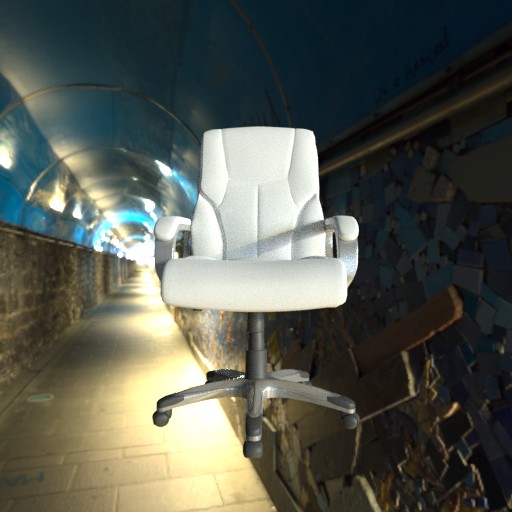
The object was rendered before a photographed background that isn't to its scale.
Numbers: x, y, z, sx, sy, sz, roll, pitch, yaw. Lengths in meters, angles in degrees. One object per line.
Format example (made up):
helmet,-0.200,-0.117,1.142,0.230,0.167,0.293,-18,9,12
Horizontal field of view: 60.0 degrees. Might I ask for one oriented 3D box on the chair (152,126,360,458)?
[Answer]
chair,0.000,0.000,1.573,0.687,1.120,0.738,0,0,1
